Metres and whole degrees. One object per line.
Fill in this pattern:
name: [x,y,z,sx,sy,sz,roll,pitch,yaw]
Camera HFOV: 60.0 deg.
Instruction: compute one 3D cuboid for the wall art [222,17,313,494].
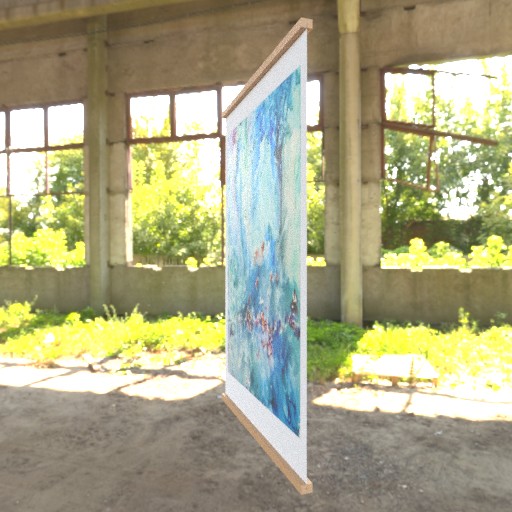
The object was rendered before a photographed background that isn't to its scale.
wall art: [0.000,0.000,1.268,0.027,1.020,0.669,0,0,-19]
